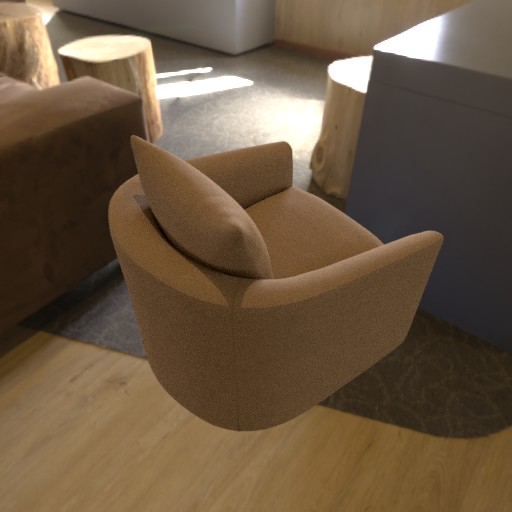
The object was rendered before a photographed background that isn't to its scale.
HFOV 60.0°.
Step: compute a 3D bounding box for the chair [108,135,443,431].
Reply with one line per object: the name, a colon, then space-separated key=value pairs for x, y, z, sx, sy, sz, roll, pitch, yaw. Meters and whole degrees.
chair: x=0.000 y=0.000 z=1.564 sx=0.910 sy=0.848 sz=0.845 roll=-25 pitch=47 yaw=-26
